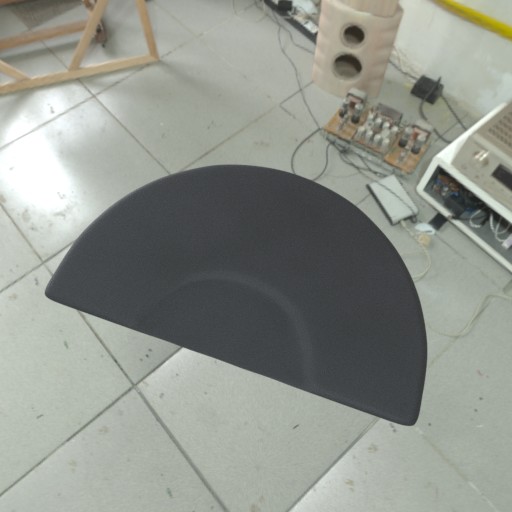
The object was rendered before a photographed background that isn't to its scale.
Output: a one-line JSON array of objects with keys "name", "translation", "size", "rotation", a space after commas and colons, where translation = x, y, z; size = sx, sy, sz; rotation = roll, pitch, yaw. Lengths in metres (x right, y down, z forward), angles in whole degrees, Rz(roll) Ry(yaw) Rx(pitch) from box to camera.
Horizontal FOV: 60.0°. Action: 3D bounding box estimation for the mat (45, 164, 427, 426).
[{"name": "mat", "translation": [0.000, 0.000, 1.863], "size": [1.525, 0.016, 0.917], "rotation": [18, 66, 8]}]
